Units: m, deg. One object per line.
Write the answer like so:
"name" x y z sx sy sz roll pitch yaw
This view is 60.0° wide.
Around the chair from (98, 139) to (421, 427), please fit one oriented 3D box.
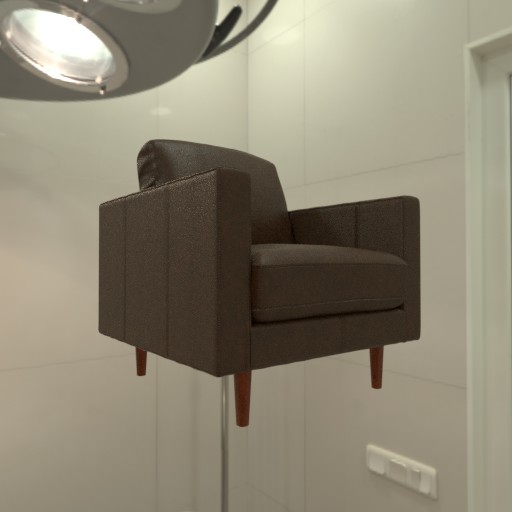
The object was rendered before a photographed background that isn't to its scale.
"chair" 0.000 0.000 1.680 0.890 0.956 0.909 1 -1 -38
